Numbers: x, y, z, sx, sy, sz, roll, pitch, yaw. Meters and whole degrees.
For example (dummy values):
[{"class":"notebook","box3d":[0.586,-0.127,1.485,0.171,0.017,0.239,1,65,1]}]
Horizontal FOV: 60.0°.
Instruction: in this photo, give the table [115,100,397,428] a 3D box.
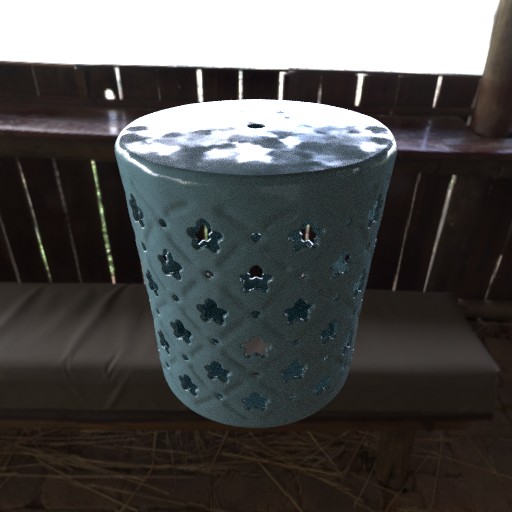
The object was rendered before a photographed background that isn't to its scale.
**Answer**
[{"class":"table","box3d":[0.000,0.000,0.664,0.352,0.387,0.352,0,31,0]}]
